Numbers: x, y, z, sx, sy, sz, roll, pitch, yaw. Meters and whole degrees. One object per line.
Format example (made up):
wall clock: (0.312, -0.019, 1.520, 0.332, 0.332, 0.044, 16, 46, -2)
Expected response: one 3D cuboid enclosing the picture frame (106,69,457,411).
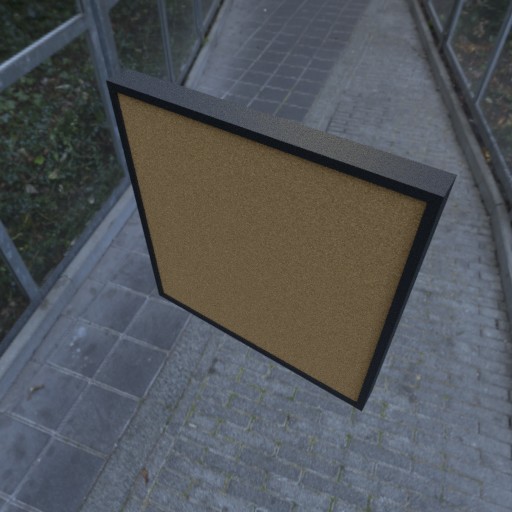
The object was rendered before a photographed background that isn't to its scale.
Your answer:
picture frame: (0.000, 0.000, 0.476, 0.317, 0.317, 0.030, 25, 51, 23)
